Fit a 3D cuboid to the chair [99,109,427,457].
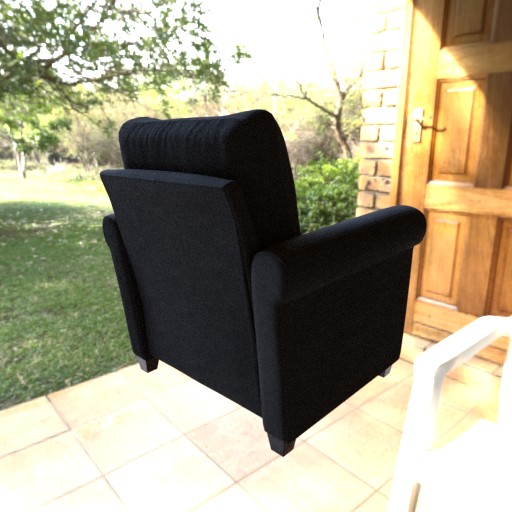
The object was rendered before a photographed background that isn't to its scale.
[{"bbox_3d":[0.000,0.000,1.565,0.867,0.942,0.828,14,20,41],"label":"chair"}]
